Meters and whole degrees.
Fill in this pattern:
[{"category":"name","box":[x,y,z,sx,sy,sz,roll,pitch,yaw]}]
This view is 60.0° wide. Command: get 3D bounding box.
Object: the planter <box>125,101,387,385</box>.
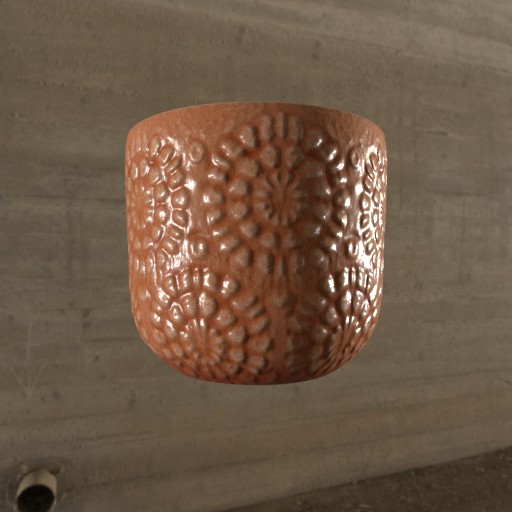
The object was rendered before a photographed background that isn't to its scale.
[{"category":"planter","box":[0.000,0.000,0.218,0.124,0.109,0.124,0,-1,0]}]
